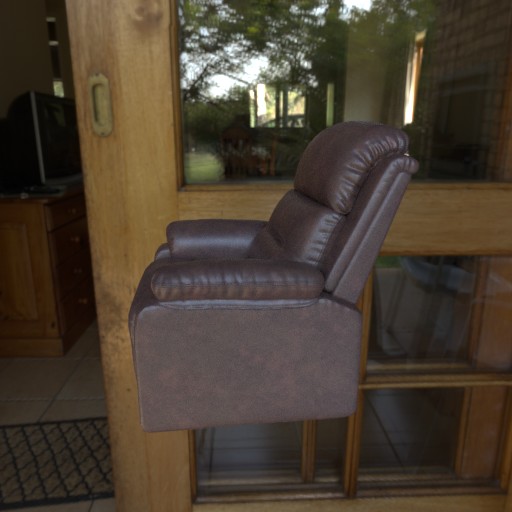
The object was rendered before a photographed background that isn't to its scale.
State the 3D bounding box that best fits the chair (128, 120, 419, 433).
[{"bbox_3d":[0.000,0.000,1.694,0.919,0.992,0.855,-2,15,-7],"label":"chair"}]
